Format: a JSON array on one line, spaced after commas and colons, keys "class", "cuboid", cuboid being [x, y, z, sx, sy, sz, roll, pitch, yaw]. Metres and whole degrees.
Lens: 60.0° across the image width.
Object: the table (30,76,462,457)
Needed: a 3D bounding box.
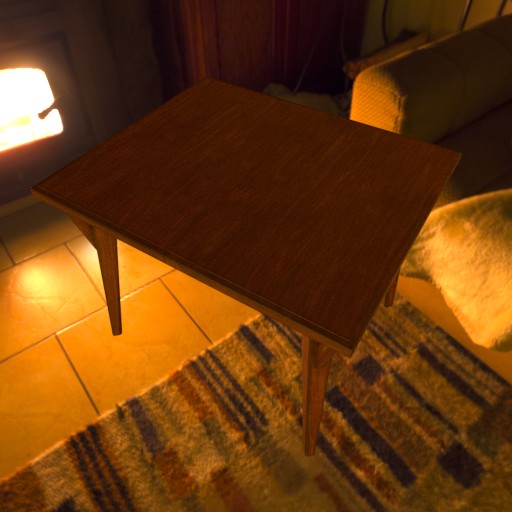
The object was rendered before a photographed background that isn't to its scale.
[{"class": "table", "cuboid": [0.000, 0.000, 1.591, 0.991, 0.761, 0.838, 25, 51, 22]}]
